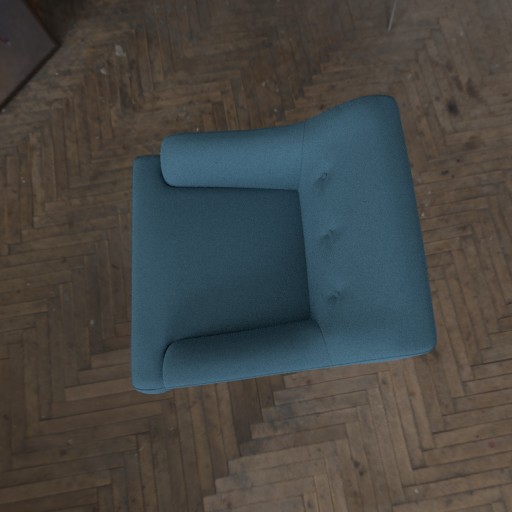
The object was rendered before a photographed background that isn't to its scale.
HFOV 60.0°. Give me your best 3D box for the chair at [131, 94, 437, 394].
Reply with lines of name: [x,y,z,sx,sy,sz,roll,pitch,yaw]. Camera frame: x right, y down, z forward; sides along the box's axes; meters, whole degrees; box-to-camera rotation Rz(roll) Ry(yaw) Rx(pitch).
chair: [0.000,0.000,1.665,0.951,0.818,0.946,-4,75,-1]
